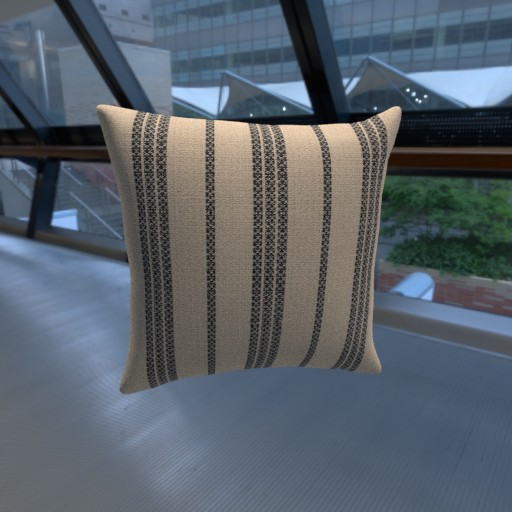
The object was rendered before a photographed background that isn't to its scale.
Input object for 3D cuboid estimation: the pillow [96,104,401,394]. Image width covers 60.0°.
[{"bbox_3d":[0.000,0.000,0.629,0.405,0.406,0.173,-2,16,-9],"label":"pillow"}]
